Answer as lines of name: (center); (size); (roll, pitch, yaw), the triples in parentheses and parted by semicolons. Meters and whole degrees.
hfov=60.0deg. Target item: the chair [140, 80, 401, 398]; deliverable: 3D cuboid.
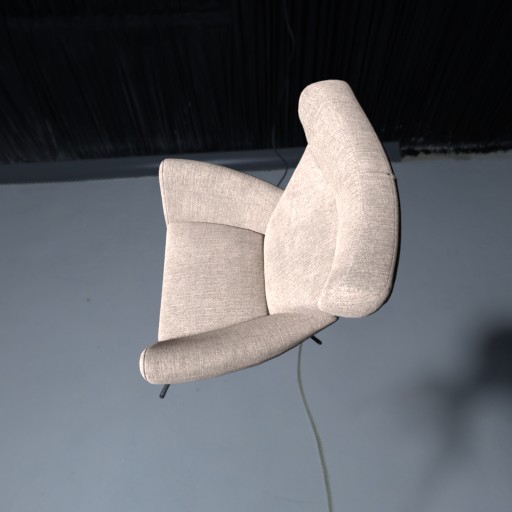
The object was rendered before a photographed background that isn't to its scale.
chair: (0.000, 0.000, 1.767); (0.900, 1.040, 0.980); (-2, 59, -1)
